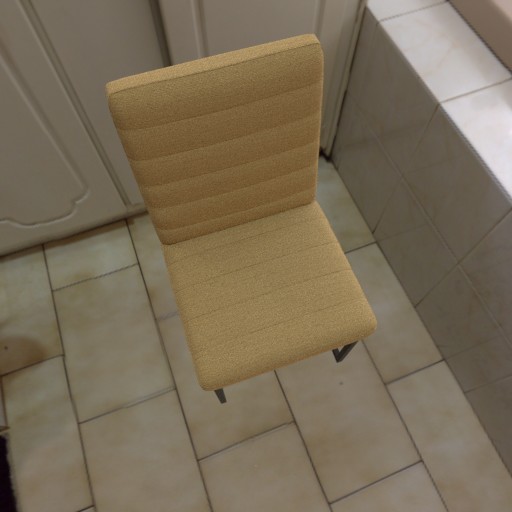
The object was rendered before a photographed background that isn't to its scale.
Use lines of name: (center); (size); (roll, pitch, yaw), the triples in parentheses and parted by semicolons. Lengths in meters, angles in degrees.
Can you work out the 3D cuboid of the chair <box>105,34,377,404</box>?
chair: (0.000, 0.000, 1.296); (0.520, 0.930, 0.634); (-17, 66, -8)
